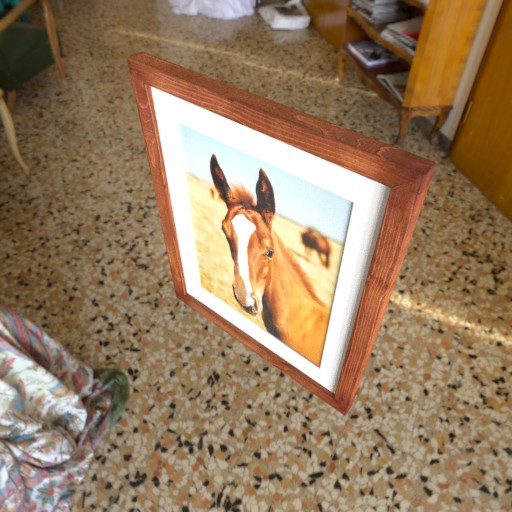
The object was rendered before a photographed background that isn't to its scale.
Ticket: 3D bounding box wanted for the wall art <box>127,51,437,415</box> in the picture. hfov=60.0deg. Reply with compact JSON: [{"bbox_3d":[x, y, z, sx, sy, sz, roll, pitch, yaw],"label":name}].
[{"bbox_3d":[0.000,0.000,0.755,0.462,0.558,0.030,30,53,26],"label":"wall art"}]
